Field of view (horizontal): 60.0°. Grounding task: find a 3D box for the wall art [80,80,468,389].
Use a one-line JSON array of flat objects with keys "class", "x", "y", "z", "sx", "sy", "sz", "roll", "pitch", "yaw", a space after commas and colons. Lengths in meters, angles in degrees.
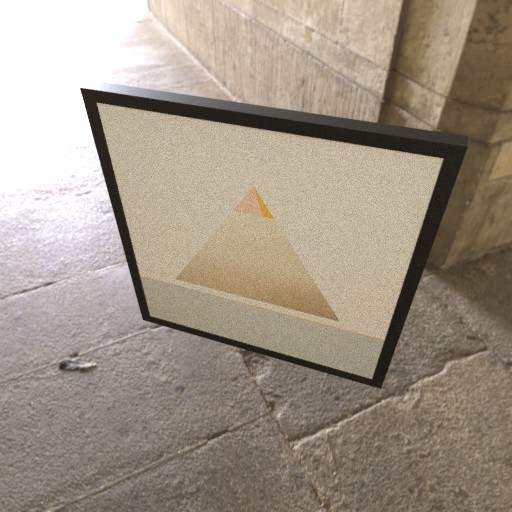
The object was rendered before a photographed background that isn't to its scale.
[{"class": "wall art", "x": 0.000, "y": 0.000, "z": 1.112, "sx": 0.769, "sy": 0.766, "sz": 0.042, "roll": 13, "pitch": 44, "yaw": 14}]
